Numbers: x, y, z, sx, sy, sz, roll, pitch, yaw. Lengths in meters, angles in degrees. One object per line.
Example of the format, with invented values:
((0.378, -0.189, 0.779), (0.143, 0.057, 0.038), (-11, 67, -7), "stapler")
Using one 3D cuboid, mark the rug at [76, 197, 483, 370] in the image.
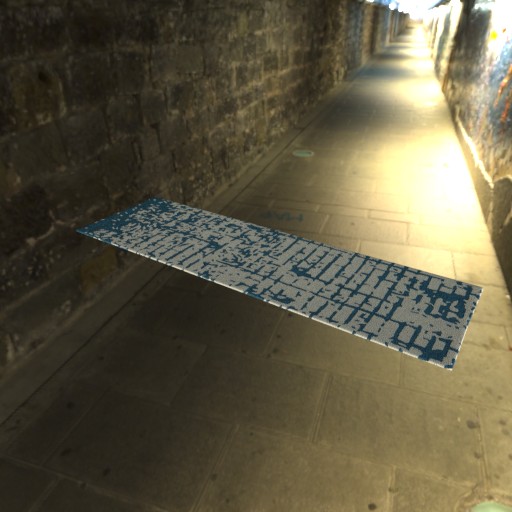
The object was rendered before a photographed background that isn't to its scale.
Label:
((0.000, 0.000, 2.695), (2.435, 0.011, 0.750), (18, 33, 29), "rug")
